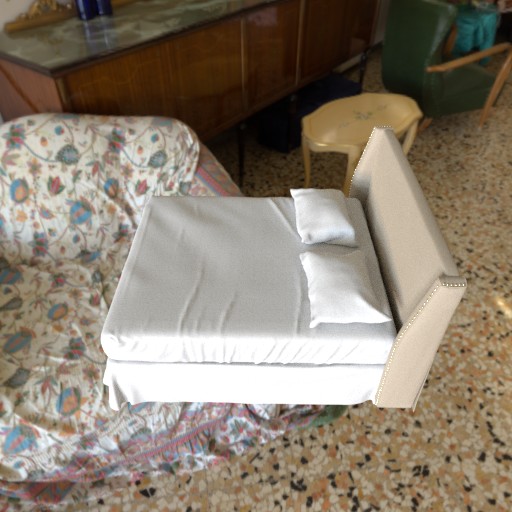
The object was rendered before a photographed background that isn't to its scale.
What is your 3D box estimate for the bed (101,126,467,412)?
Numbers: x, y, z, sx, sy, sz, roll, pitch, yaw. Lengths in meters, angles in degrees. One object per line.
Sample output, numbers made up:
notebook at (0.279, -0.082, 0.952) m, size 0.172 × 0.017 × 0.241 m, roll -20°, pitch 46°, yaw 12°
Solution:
bed at (0.000, 0.000, 3.457) m, size 2.276 × 1.332 × 1.925 m, roll 1°, pitch 42°, yaw 1°
